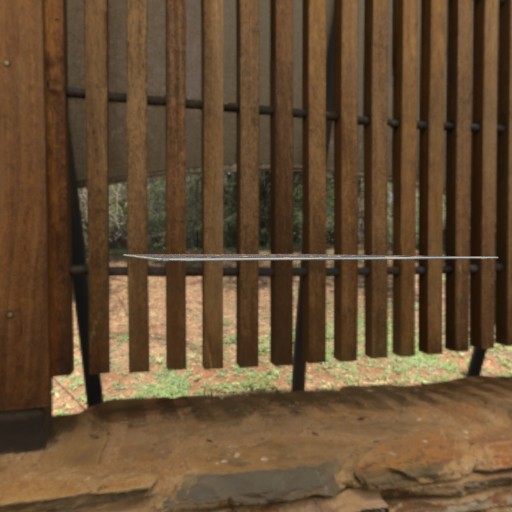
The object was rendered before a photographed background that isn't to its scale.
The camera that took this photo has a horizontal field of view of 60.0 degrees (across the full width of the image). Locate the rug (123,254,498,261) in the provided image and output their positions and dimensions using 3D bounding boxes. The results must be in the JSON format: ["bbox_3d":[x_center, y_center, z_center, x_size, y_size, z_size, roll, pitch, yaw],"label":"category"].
[{"bbox_3d":[0.000,0.000,2.825,1.522,0.008,2.284,0,1,-20],"label":"rug"}]
